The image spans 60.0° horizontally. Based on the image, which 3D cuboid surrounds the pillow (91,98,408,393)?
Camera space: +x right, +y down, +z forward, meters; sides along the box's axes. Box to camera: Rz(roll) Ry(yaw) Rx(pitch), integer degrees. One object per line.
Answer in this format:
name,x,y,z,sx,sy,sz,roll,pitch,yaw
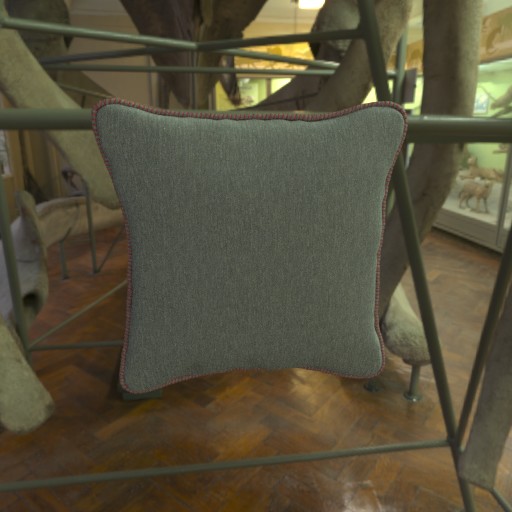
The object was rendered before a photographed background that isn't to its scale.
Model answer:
pillow,0.000,0.000,0.736,0.482,0.491,0.124,-2,17,-6
